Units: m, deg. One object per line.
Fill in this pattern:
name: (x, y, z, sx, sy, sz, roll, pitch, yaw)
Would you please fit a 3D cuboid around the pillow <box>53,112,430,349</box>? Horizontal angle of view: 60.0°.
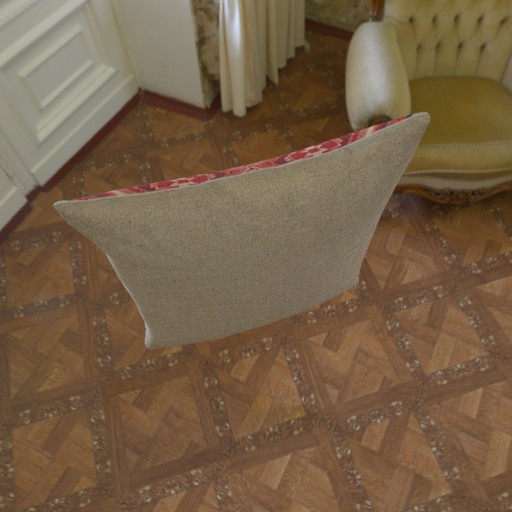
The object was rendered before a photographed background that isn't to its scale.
pillow: (0.000, 0.000, 0.792, 0.513, 0.511, 0.158, -16, 61, -9)
